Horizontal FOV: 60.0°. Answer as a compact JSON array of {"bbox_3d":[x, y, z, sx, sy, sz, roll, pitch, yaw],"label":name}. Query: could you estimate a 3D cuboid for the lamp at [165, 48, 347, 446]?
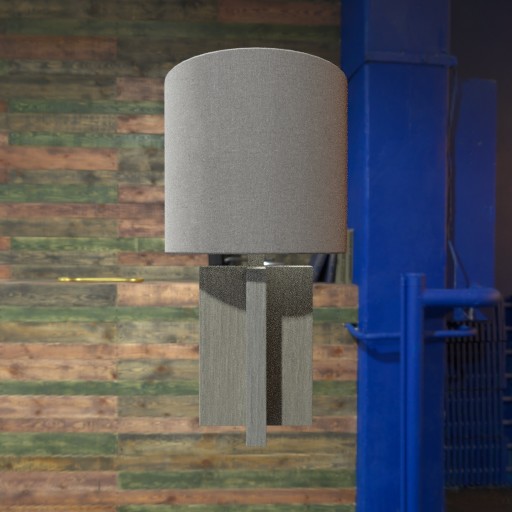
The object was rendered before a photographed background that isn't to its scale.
[{"bbox_3d":[0.000,0.000,0.568,0.229,0.428,0.229,0,1,0],"label":"lamp"}]
